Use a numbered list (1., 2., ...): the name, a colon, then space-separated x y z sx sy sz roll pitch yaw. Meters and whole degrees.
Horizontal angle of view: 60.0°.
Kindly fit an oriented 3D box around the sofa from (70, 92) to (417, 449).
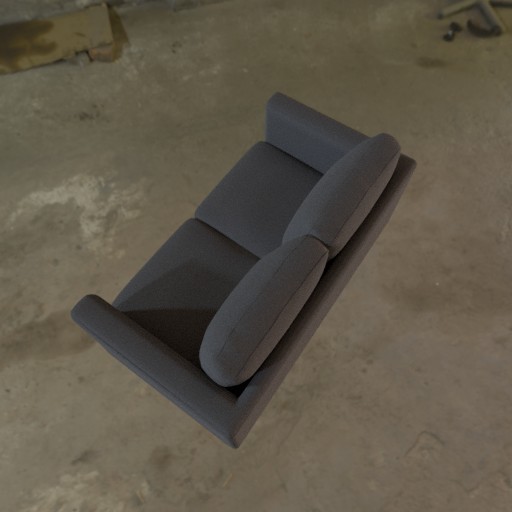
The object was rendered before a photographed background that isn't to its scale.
1. sofa: 0.000 0.000 2.040 0.796 0.908 1.430 32 67 15
